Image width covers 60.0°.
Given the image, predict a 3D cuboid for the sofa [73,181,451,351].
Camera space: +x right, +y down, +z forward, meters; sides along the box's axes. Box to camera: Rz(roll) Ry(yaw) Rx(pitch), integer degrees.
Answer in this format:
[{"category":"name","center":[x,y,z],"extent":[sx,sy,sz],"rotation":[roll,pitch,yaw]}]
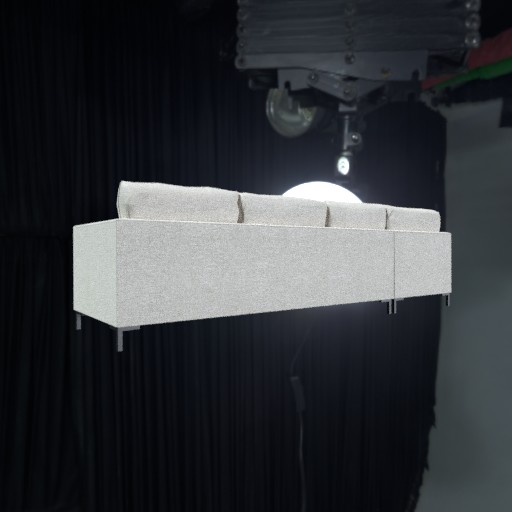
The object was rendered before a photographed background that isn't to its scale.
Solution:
[{"category":"sofa","center":[0.000,0.000,4.230],"extent":[3.384,0.996,2.048],"rotation":[-1,1,-36]}]
